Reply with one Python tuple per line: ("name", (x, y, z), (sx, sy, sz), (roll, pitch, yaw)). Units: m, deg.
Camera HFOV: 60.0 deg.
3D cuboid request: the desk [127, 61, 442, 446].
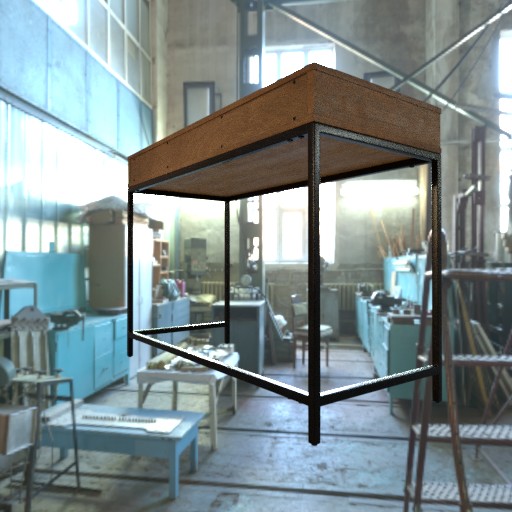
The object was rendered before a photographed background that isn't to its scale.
("desk", (0.000, 0.000, 1.422), (0.470, 0.762, 1.016), (0, -1, -37))
